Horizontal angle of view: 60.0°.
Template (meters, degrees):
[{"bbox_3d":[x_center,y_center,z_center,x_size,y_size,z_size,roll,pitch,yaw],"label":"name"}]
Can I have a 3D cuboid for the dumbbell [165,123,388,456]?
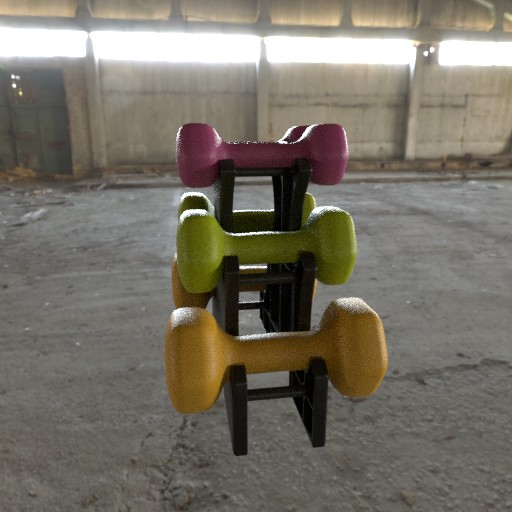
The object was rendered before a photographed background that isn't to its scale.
[{"bbox_3d":[0.000,0.000,0.477,0.190,0.271,0.300,-2,15,-9],"label":"dumbbell"}]
